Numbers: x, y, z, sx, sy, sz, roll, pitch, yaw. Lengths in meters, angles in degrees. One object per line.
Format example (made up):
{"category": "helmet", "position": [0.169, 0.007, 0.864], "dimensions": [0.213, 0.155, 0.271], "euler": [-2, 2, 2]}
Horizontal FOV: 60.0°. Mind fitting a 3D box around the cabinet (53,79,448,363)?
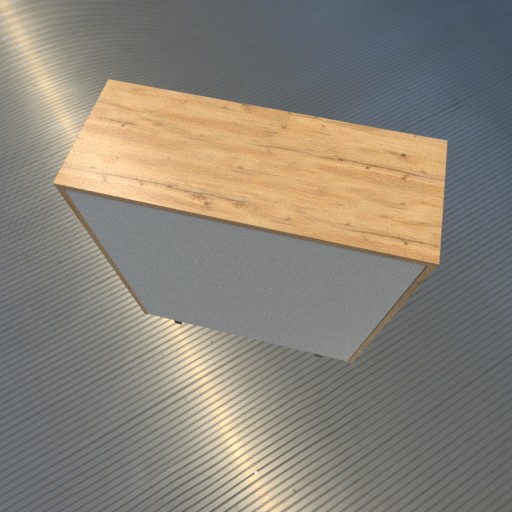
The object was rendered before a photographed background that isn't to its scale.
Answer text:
{"category": "cabinet", "position": [0.000, 0.000, 2.026], "dimensions": [1.168, 1.397, 0.473], "euler": [12, 65, 6]}
